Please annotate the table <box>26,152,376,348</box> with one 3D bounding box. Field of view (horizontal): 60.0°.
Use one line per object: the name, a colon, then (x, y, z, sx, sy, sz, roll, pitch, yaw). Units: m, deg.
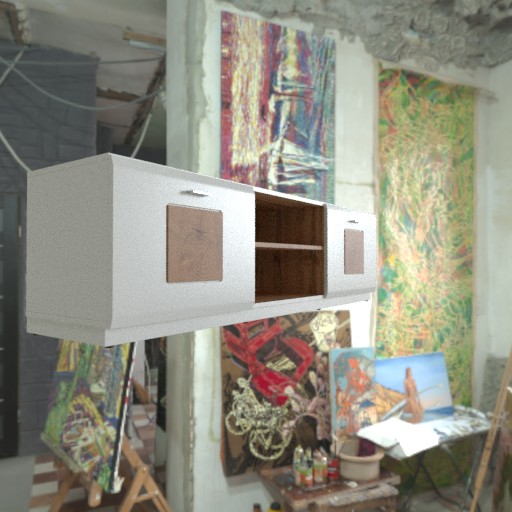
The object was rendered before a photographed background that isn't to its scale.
table: (0.000, 0.000, 1.704, 0.400, 0.440, 1.550, -1, -1, 36)
